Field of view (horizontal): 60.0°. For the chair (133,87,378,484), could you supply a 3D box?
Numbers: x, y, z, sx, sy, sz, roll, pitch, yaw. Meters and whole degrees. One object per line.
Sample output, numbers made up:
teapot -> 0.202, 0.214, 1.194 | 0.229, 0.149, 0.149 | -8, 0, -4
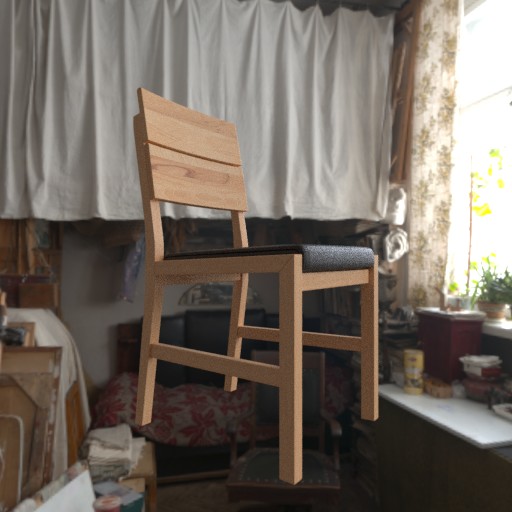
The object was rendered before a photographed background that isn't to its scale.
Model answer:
chair -> 0.000, 0.000, 1.269 | 0.560, 0.950, 0.475 | 0, 0, 36
